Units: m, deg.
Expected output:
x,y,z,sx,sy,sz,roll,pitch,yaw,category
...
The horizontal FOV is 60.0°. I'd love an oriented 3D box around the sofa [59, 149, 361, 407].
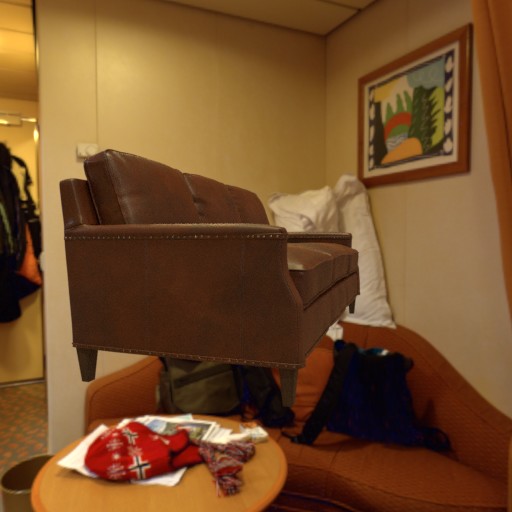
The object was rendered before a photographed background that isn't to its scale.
x,y,z,sx,sy,sz,roll,pitch,yaw,category
0.000,0.000,2.752,1.084,1.003,2.240,1,2,18,sofa
